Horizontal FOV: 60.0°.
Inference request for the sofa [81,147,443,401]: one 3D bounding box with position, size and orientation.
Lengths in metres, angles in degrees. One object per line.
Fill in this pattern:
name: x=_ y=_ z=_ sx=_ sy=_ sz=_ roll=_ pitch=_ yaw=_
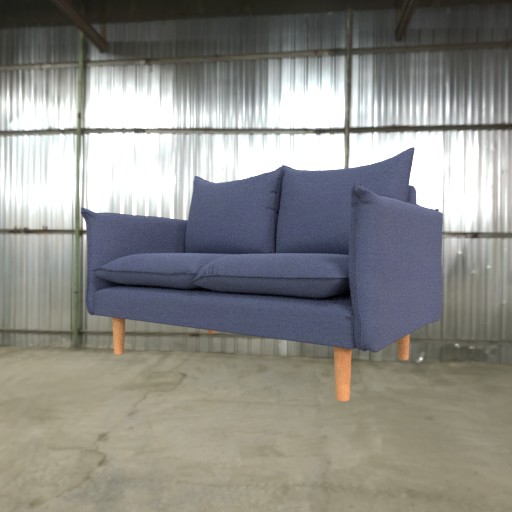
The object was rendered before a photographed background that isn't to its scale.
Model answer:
sofa: x=0.000 y=0.000 z=1.834 sx=1.300 sy=0.840 sz=0.820 roll=0 pitch=1 yaw=35
